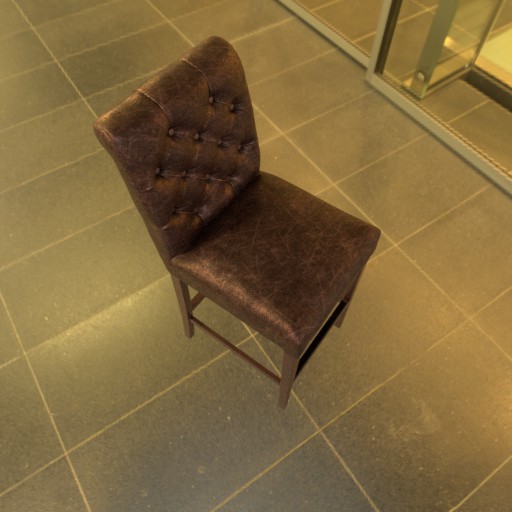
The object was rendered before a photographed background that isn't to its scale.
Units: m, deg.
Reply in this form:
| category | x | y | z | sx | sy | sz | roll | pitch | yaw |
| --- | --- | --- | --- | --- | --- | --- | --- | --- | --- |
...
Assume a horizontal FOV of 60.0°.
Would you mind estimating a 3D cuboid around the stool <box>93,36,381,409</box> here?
| category | x | y | z | sx | sy | sz | roll | pitch | yaw |
| --- | --- | --- | --- | --- | --- | --- | --- | --- | --- |
| stool | 0.000 | 0.000 | 1.514 | 0.659 | 1.168 | 0.483 | 32 | 63 | 19 |
